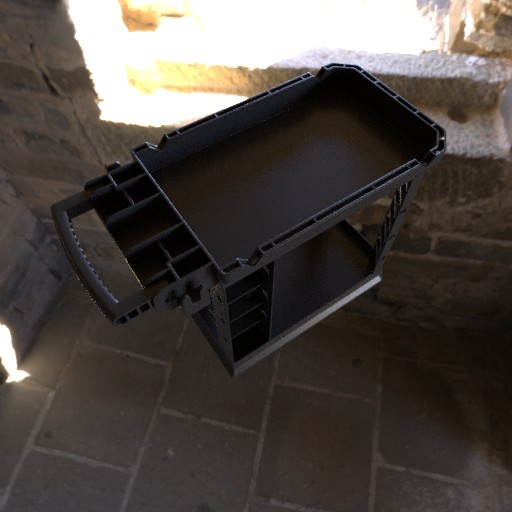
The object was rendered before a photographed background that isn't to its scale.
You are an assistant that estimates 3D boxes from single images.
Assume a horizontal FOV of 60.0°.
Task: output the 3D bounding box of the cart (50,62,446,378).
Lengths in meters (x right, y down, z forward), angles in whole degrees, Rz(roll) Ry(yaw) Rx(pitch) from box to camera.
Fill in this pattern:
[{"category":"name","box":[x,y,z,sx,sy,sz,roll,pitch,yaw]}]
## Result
[{"category":"cart","box":[0.000,0.000,1.561,1.061,0.884,0.497,-30,61,-18]}]
